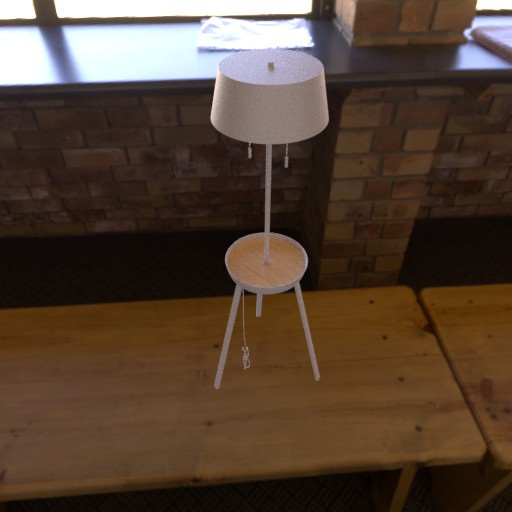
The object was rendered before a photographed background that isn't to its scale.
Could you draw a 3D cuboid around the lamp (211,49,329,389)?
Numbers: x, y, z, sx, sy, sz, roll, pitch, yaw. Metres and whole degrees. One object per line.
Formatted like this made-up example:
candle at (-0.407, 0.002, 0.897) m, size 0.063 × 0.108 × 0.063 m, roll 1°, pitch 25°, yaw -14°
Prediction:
lamp at (0.000, 0.000, 1.716) m, size 0.468 × 1.429 × 0.508 m, roll -26°, pitch 48°, yaw -26°
